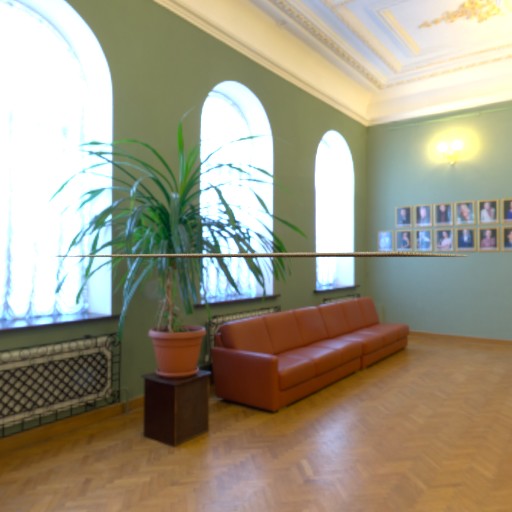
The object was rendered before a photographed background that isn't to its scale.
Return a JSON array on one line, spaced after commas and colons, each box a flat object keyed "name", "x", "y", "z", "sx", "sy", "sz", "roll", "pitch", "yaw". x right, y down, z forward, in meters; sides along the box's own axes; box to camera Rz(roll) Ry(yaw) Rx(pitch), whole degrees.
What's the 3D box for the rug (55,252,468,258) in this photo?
[{"name": "rug", "x": 0.000, "y": 0.000, "z": 3.072, "sx": 2.435, "sy": 0.011, "sz": 1.517, "roll": 0, "pitch": -1, "yaw": 35}]
